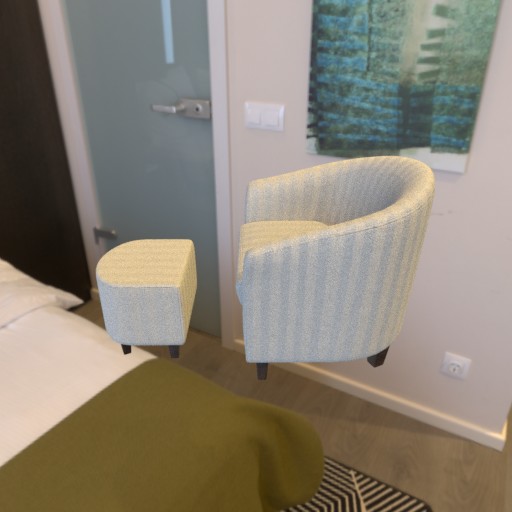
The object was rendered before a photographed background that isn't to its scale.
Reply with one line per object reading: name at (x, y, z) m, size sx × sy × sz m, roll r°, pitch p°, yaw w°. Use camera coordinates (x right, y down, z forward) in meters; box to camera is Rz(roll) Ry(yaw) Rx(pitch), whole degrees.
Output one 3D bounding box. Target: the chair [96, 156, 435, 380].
chair at (0.000, 0.000, 1.806) m, size 1.288 × 0.757 × 0.756 m, roll 0°, pitch 27°, yaw -1°
